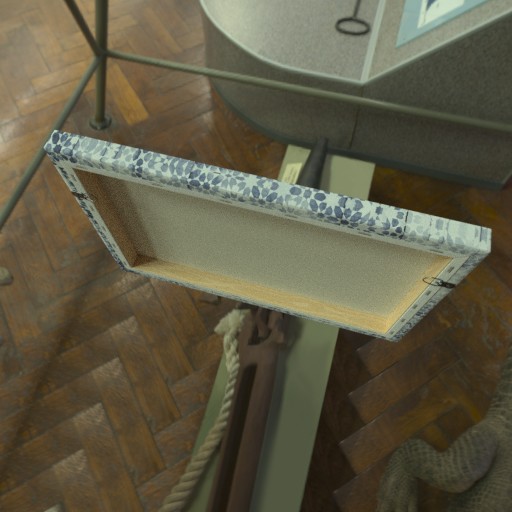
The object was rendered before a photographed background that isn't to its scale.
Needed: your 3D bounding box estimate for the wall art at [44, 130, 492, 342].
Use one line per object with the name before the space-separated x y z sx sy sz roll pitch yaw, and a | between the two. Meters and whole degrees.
wall art | 0.000 0.000 1.150 0.911 0.608 0.057 14 64 7
